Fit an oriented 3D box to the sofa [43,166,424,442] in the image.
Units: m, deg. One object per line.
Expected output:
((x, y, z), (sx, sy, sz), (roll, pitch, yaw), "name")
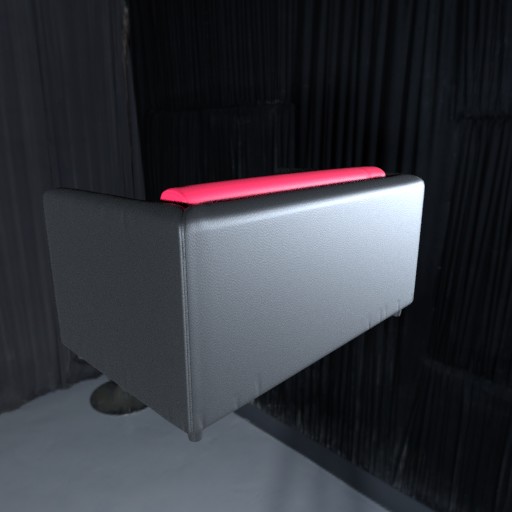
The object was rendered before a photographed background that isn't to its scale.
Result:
((0.000, 0.000, 1.918), (0.845, 0.735, 1.410), (14, 21, 42), "sofa")
